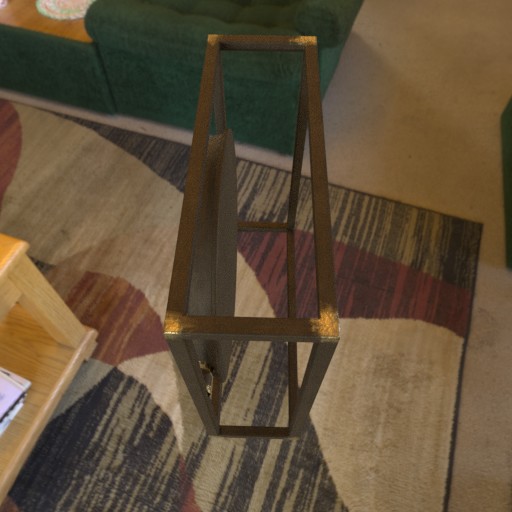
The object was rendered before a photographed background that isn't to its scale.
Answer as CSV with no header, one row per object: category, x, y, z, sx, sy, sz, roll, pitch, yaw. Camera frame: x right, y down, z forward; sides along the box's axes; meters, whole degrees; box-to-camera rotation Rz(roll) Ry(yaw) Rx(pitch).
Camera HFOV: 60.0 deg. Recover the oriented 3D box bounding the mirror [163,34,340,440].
mirror,0.000,0.000,0.467,0.107,0.303,0.306,1,57,1
